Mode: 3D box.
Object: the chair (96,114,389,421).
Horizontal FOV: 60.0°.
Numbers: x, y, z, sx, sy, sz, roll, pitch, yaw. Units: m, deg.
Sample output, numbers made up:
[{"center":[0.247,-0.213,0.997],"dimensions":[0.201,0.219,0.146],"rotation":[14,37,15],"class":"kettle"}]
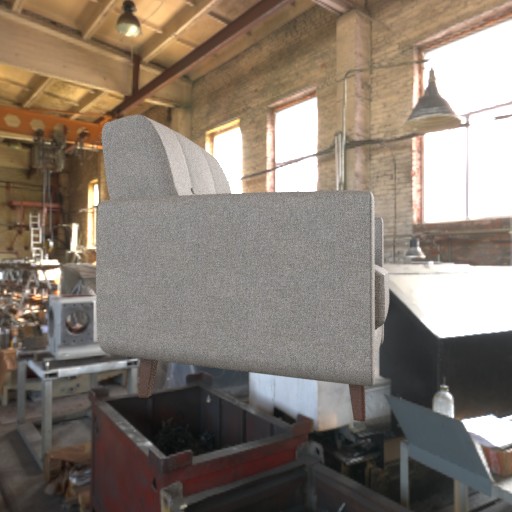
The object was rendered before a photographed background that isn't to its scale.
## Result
[{"center":[0.000,0.000,1.660],"dimensions":[0.942,0.968,0.845],"rotation":[0,-1,18],"class":"chair"}]
